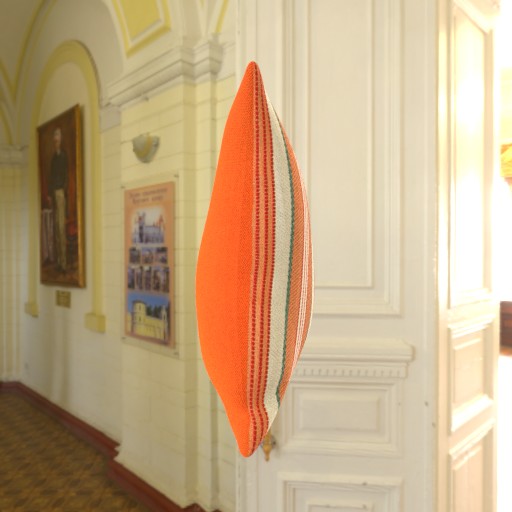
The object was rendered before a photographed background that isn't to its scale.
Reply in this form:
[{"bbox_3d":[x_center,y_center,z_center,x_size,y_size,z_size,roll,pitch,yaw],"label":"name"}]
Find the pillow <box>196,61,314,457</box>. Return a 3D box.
[{"bbox_3d":[0.000,0.000,0.701,0.182,0.441,0.440,0,1,1],"label":"pillow"}]
